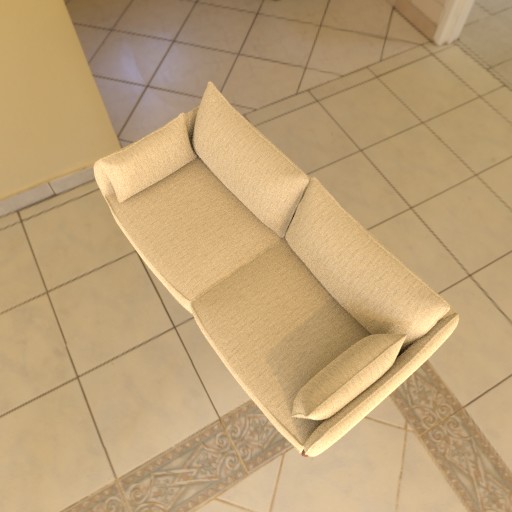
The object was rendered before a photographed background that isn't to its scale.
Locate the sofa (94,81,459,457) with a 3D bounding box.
[{"bbox_3d":[0.000,0.000,2.498,0.991,0.860,1.989,-35,67,-18],"label":"sofa"}]
